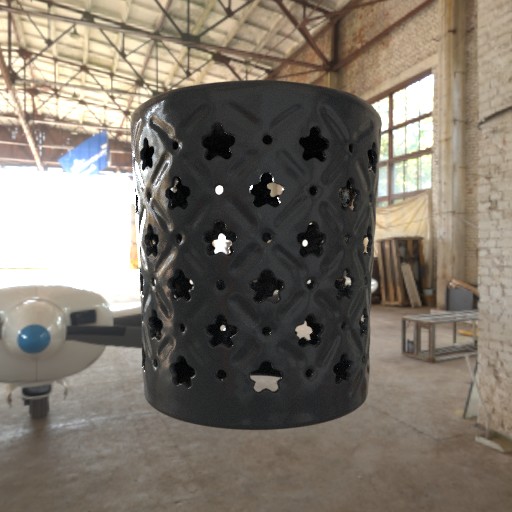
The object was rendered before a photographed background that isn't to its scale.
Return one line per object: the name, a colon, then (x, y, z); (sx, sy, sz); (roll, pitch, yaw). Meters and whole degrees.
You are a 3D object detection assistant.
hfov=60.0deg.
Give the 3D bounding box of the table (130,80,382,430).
table: (0.000, 0.000, 0.644); (0.352, 0.387, 0.352); (0, 1, 0)
